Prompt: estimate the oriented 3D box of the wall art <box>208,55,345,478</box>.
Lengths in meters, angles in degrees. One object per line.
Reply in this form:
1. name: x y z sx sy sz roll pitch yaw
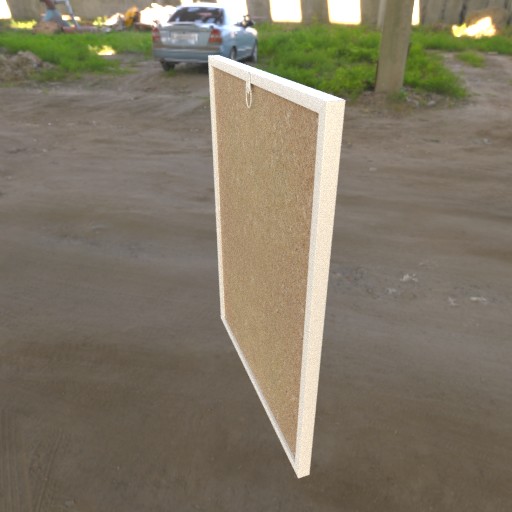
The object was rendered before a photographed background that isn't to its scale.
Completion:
1. wall art: 0.000 0.000 1.362 0.042 1.056 0.805 -10 31 -17
